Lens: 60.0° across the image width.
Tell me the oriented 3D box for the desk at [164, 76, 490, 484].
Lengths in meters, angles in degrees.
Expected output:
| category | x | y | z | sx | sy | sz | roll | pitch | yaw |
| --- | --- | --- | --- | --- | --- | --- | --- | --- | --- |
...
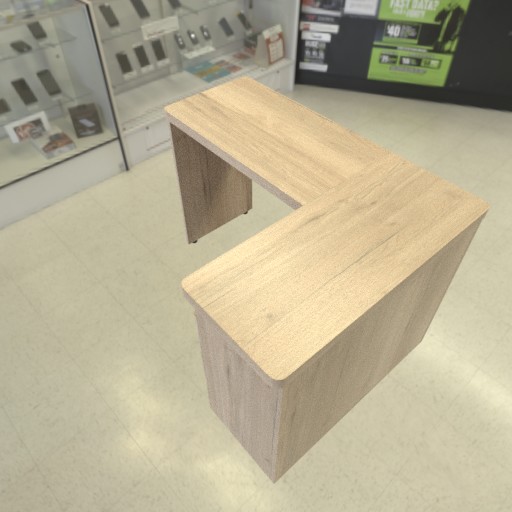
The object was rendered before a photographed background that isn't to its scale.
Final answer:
| category | x | y | z | sx | sy | sz | roll | pitch | yaw |
| --- | --- | --- | --- | --- | --- | --- | --- | --- | --- |
| desk | 0.000 | 0.000 | 1.726 | 0.900 | 0.760 | 1.169 | -32 | 55 | -27 |
